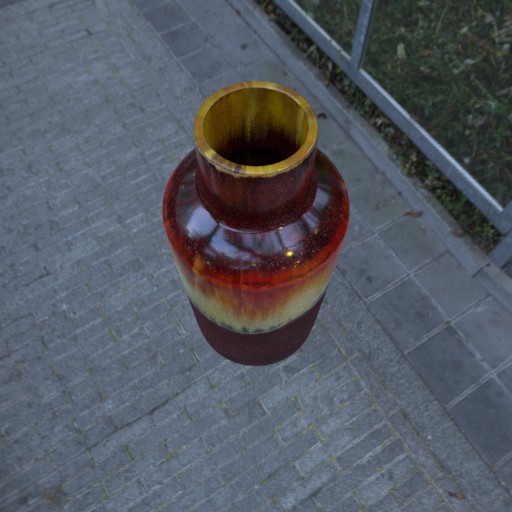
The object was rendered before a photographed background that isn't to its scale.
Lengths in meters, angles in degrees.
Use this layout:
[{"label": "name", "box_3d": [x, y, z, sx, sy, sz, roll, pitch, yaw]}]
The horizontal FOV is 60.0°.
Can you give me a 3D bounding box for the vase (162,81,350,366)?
[{"label": "vase", "box_3d": [0.000, 0.000, 0.318, 0.111, 0.261, 0.111, 0, 62, 0]}]
